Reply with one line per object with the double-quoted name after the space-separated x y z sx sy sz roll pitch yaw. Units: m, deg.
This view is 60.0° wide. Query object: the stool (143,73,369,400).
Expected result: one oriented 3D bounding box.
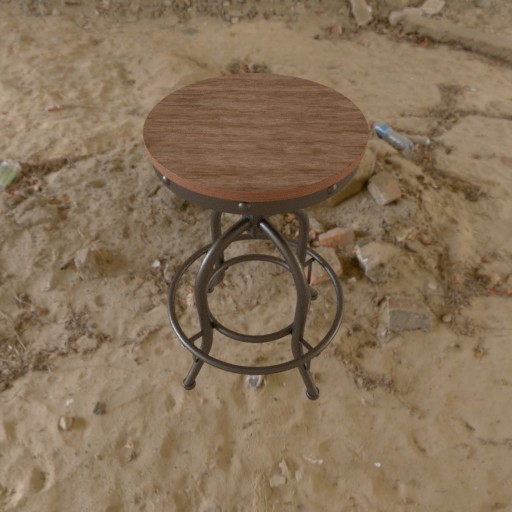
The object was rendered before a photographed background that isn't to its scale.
0.000 0.000 0.914 0.439 0.609 0.439 -31 54 -26 "stool"
